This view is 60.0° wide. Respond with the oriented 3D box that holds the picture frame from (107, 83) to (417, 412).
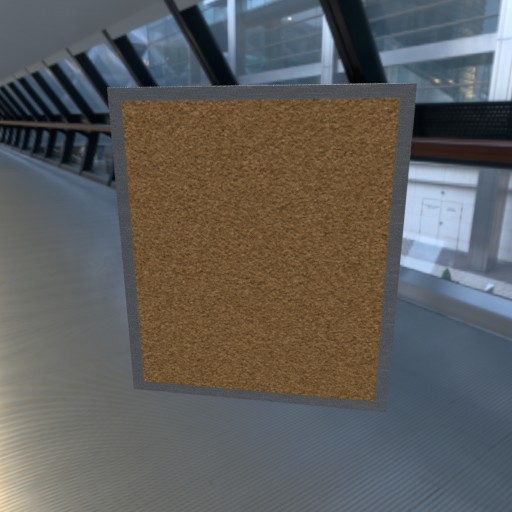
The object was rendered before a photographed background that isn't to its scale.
[{"bbox_3d":[0.000,0.000,0.528,0.327,0.378,0.027,2,16,9],"label":"picture frame"}]
